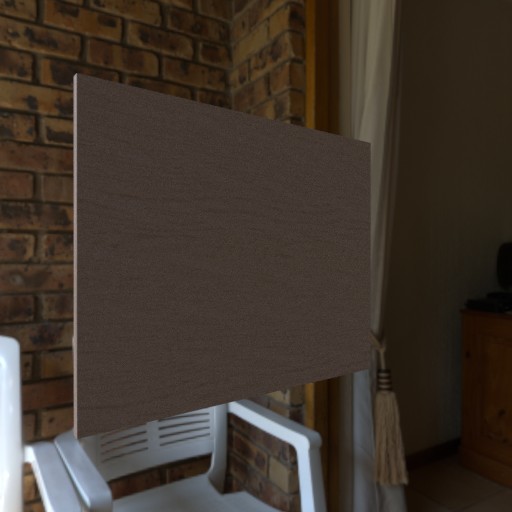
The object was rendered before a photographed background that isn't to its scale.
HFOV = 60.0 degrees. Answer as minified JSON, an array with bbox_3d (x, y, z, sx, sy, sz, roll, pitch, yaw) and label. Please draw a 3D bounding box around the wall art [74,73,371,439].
[{"bbox_3d":[0.000,0.000,0.650,0.508,0.406,0.013,0,0,-37],"label":"wall art"}]
